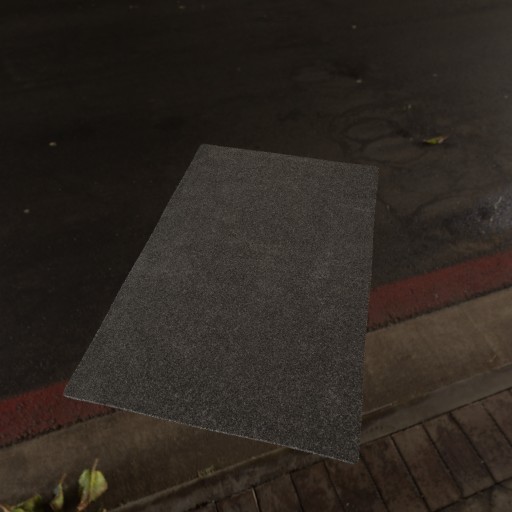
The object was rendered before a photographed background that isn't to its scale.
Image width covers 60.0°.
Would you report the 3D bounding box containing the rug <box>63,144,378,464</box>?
[{"bbox_3d":[0.000,0.000,2.934,1.502,0.025,2.350,10,48,9],"label":"rug"}]
